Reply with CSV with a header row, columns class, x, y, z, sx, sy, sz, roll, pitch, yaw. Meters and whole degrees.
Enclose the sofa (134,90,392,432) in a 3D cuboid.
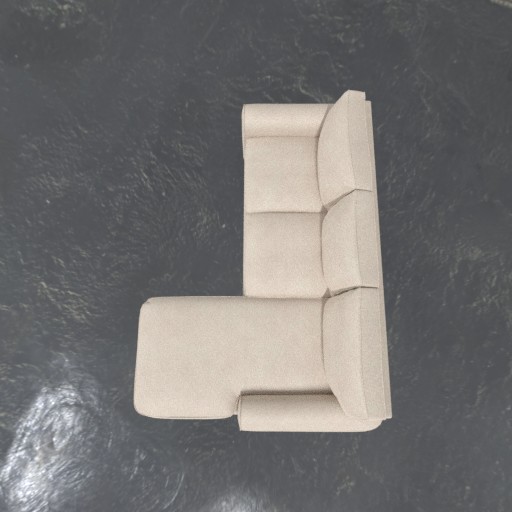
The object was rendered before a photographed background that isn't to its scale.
class,x,y,z,sx,sy,sz,roll,pitch,yaw
sofa,0.000,0.000,2.405,1.226,0.734,1.770,0,76,0
